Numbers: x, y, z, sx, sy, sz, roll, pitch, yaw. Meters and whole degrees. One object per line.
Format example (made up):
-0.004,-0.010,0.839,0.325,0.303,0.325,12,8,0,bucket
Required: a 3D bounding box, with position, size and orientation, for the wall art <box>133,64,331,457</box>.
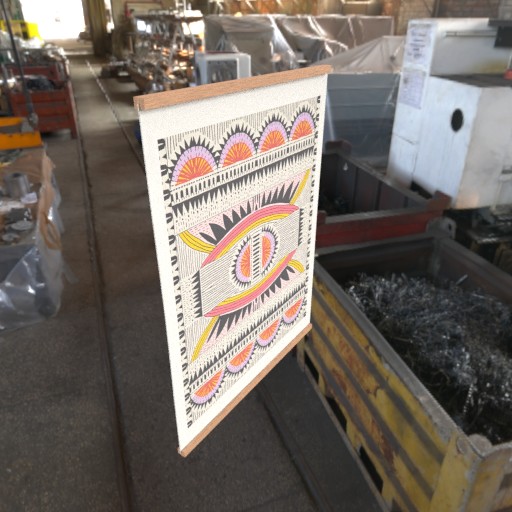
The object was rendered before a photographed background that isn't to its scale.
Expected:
0.000,0.000,1.349,0.028,1.016,0.765,19,34,31,wall art
